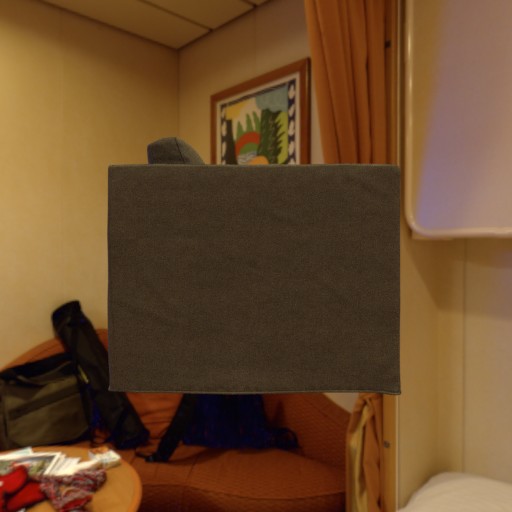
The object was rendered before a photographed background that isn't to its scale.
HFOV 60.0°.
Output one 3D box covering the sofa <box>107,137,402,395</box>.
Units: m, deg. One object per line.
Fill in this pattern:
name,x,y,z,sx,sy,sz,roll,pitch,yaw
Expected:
sofa,0.000,0.000,2.280,0.974,0.854,1.802,0,1,0
